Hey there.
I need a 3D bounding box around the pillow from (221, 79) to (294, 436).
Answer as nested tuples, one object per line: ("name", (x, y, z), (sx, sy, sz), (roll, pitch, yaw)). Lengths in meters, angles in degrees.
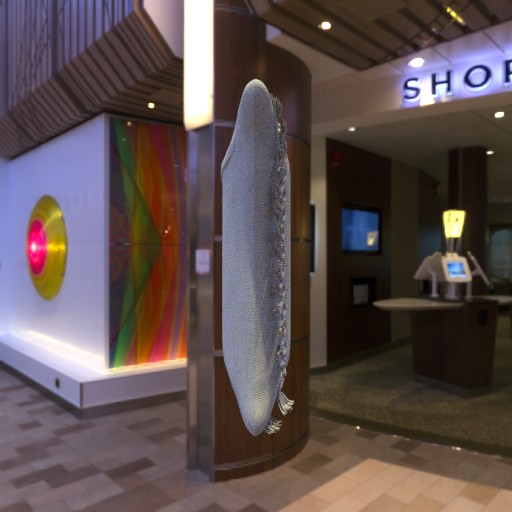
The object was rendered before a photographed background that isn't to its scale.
("pillow", (0.000, 0.000, 0.597), (0.084, 0.305, 0.466), (0, 0, 0))
